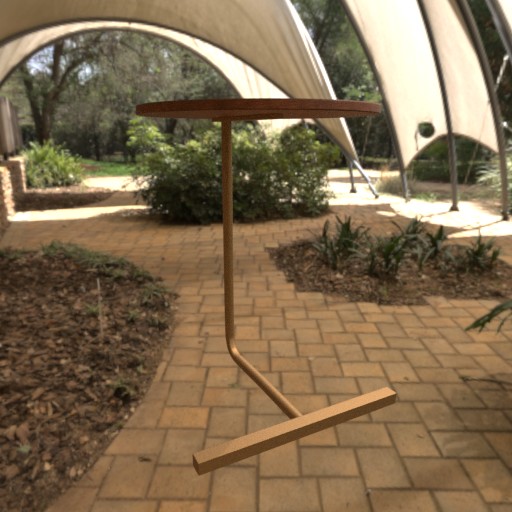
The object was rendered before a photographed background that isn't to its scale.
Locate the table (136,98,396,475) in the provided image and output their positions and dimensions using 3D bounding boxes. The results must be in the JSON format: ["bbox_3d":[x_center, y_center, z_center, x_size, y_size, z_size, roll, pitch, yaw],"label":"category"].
[{"bbox_3d":[0.000,0.000,1.109,0.530,0.706,0.577,-8,18,-27],"label":"table"}]
